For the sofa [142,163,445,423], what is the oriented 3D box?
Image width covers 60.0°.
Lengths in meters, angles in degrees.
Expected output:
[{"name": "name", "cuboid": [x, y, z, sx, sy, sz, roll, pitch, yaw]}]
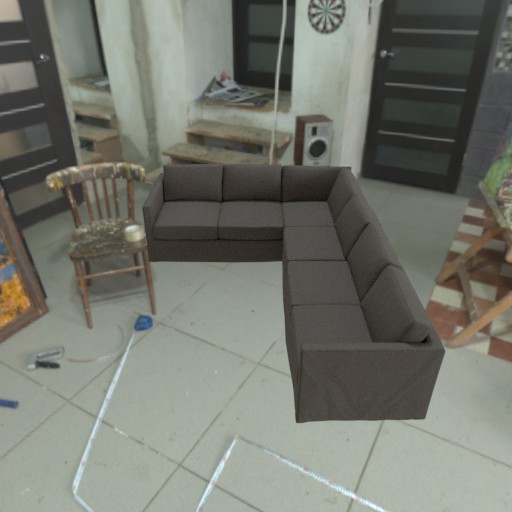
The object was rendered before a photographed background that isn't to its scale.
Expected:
[{"name": "sofa", "cuboid": [0.000, 0.000, 4.291, 2.432, 0.871, 3.182, 0, 31, 0]}]
